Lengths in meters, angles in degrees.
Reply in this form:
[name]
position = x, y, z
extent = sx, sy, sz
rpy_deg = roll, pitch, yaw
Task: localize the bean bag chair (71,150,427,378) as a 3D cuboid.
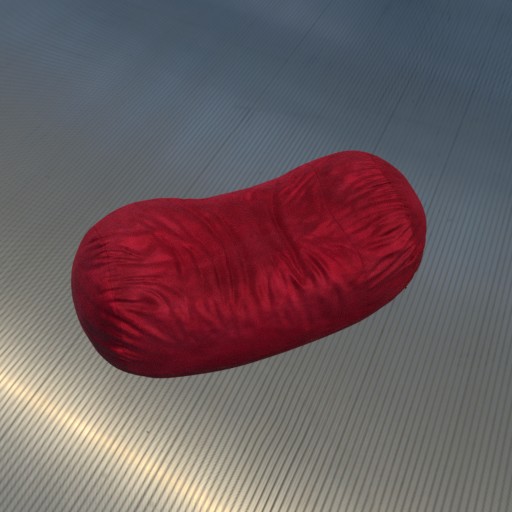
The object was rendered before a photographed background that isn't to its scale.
[bean bag chair]
position = 0.000, 0.000, 2.864
extent = 2.293, 0.867, 1.216
rpy_deg = -16, 60, -10
